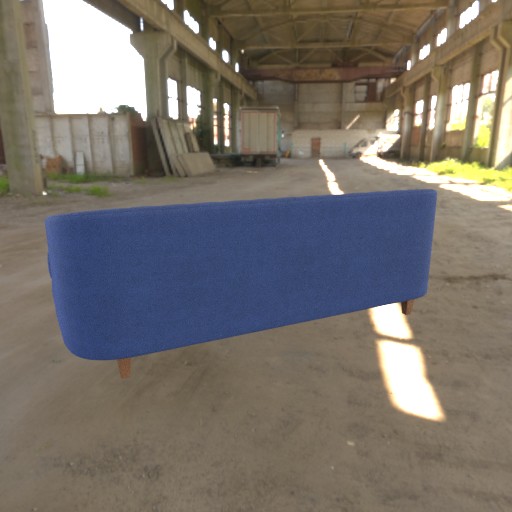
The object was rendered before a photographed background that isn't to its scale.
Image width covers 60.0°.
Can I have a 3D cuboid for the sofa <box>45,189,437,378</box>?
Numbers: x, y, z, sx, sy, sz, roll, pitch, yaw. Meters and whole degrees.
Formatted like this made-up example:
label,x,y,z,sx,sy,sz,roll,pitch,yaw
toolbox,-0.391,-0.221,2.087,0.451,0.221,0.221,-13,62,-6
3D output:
label,x,y,z,sx,sy,sz,roll,pitch,yaw
sofa,0.000,0.000,2.638,2.235,0.787,0.914,-7,16,-25
